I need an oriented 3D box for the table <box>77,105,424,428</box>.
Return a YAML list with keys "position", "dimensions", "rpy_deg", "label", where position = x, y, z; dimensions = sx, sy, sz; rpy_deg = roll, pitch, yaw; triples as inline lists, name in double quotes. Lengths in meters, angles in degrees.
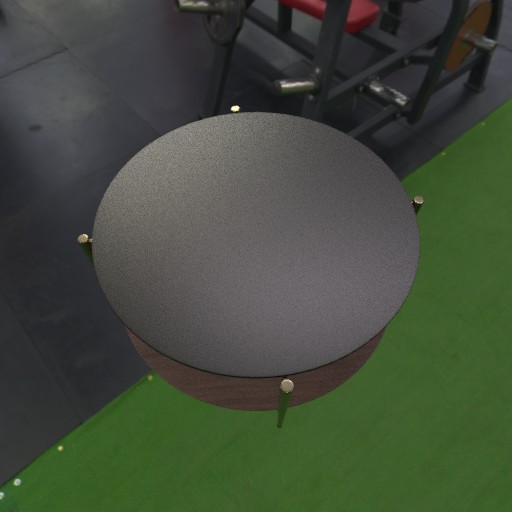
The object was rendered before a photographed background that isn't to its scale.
- position: [0.000, 0.000, 1.457]
  dimensions: [0.938, 0.400, 0.938]
  rpy_deg: [-34, 63, -20]
  label: "table"
